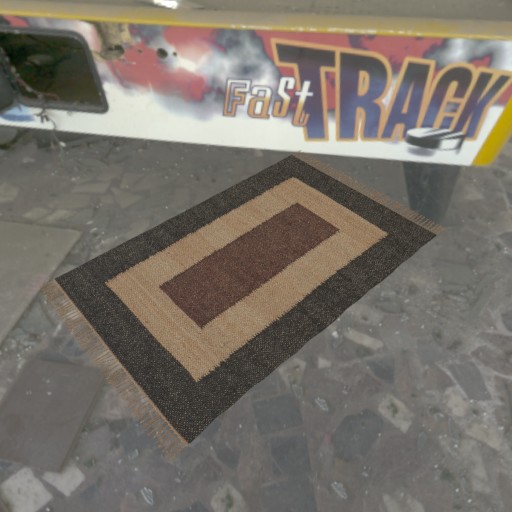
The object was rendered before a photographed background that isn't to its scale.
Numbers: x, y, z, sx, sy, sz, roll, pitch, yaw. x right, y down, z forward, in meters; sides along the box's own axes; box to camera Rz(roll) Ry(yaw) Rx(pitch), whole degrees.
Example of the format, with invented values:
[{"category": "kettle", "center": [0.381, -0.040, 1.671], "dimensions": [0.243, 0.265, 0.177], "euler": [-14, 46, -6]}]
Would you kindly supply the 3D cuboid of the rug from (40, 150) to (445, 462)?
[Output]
[{"category": "rug", "center": [0.000, 0.000, 1.900], "dimensions": [1.541, 0.013, 0.920], "euler": [-33, 53, -29]}]
